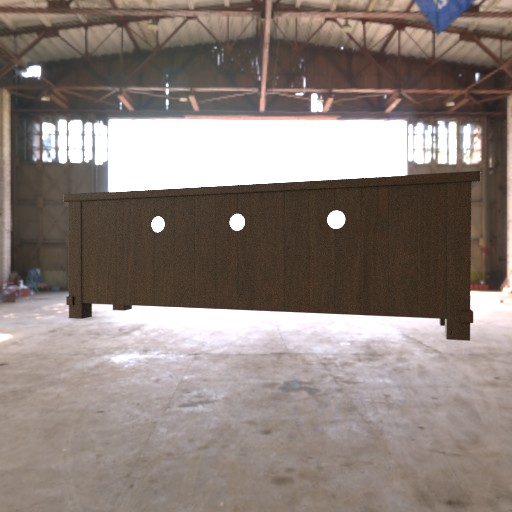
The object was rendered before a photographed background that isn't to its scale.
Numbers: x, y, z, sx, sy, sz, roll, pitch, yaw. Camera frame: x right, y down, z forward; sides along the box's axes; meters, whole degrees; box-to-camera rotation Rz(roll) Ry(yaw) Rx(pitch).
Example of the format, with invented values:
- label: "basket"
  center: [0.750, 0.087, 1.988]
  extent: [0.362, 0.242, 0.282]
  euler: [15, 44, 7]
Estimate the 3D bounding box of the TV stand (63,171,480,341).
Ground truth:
- label: "TV stand"
  center: [0.000, 0.000, 2.115]
  extent: [1.866, 0.615, 0.471]
  euler: [0, 0, 19]
